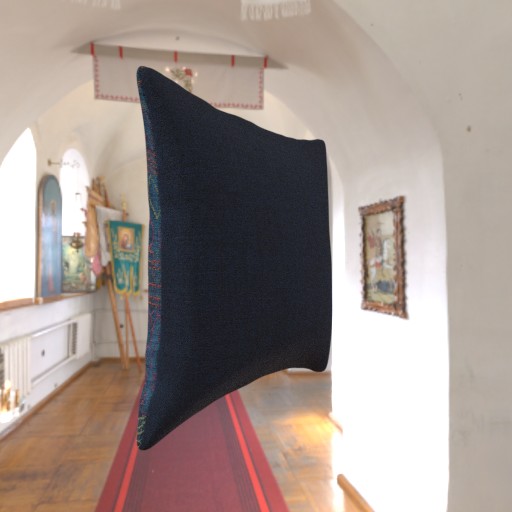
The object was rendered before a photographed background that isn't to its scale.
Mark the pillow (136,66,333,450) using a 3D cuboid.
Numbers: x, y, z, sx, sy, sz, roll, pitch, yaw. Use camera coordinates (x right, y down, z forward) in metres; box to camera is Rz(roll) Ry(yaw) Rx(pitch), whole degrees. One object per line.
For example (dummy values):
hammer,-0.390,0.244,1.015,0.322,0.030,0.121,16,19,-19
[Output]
pillow,0.000,0.000,0.654,0.141,0.431,0.431,0,0,36
